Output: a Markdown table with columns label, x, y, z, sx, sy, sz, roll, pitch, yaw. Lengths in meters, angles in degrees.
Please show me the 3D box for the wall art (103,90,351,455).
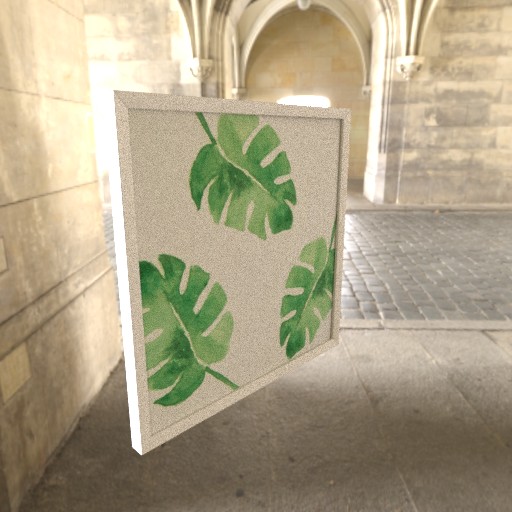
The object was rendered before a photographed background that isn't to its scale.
| label | x | y | z | sx | sy | sz | roll | pitch | yaw |
| --- | --- | --- | --- | --- | --- | --- | --- | --- | --- |
| wall art | 0.000 | 0.000 | 1.158 | 0.040 | 0.762 | 0.762 | 14 | 21 | 43 |
